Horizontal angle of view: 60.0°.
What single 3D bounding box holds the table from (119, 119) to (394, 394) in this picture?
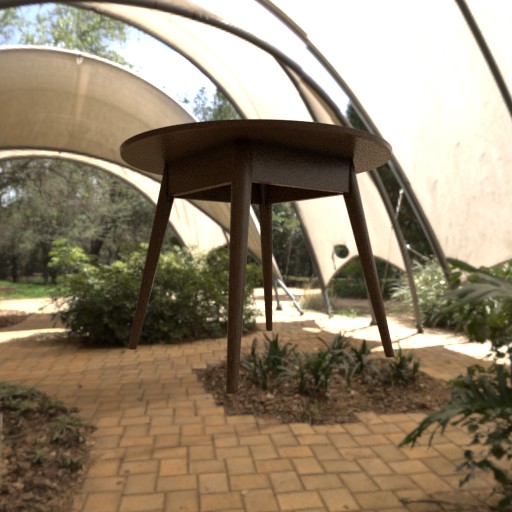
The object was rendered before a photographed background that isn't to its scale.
[{"bbox_3d":[0.000,0.000,1.790,1.053,0.786,1.053,0,0,0],"label":"table"}]
